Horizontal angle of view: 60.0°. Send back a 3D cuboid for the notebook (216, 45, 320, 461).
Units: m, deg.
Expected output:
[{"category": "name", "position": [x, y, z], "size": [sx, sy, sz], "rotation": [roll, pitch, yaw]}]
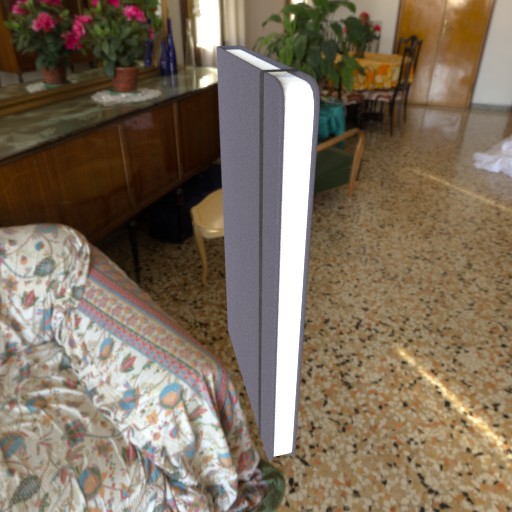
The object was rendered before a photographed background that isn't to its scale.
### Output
[{"category": "notebook", "position": [0.000, 0.000, 0.259], "size": [0.016, 0.213, 0.127], "rotation": [-7, 31, -12]}]
